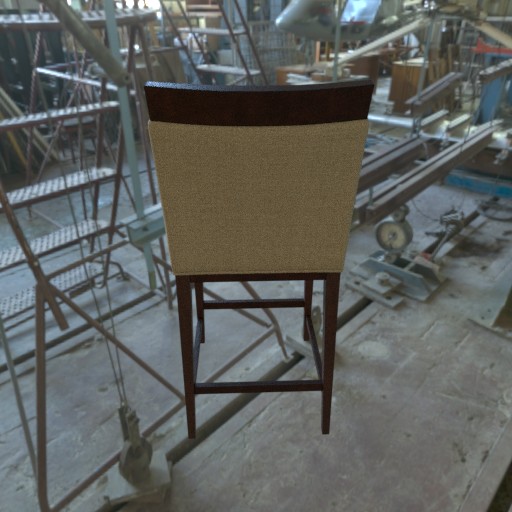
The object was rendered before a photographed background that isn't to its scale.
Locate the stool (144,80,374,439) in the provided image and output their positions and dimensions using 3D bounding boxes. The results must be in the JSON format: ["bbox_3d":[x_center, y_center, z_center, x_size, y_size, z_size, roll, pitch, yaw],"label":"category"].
[{"bbox_3d":[0.000,0.000,1.291,0.463,1.011,0.480,-1,30,-2],"label":"stool"}]
